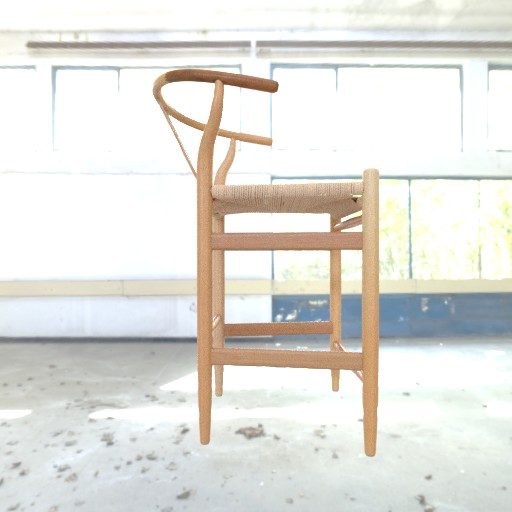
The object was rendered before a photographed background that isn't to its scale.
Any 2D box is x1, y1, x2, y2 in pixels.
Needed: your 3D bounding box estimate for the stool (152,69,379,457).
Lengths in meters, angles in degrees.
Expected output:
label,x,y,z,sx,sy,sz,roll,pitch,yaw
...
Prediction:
label,x,y,z,sx,sy,sz,roll,pitch,yaw
stool,0.000,0.000,1.271,0.575,0.923,0.536,0,0,1
